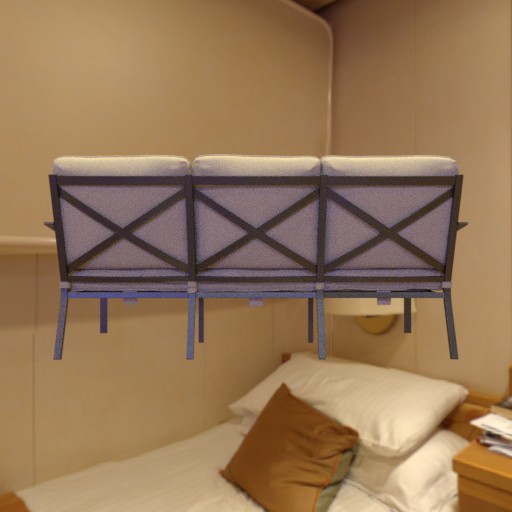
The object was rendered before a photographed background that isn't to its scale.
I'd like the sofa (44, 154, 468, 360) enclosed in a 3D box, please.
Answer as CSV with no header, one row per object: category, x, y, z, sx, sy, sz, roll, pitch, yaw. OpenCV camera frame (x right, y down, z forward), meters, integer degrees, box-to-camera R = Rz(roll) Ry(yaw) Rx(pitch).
sofa,0.000,0.000,2.158,1.740,0.860,0.787,0,0,0
